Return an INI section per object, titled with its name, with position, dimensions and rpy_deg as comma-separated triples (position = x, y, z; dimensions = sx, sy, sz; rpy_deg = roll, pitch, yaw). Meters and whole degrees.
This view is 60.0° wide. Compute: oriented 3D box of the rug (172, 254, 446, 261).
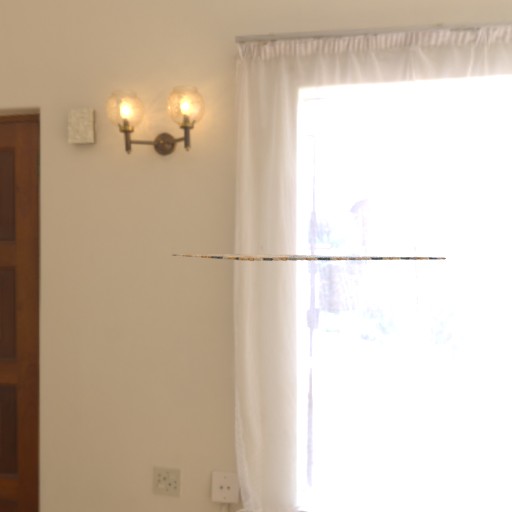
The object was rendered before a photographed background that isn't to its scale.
[rug]
position = 0.000, 0.000, 2.685
dimensions = 0.783, 0.010, 2.437
rpy_deg = 0, 1, -17
